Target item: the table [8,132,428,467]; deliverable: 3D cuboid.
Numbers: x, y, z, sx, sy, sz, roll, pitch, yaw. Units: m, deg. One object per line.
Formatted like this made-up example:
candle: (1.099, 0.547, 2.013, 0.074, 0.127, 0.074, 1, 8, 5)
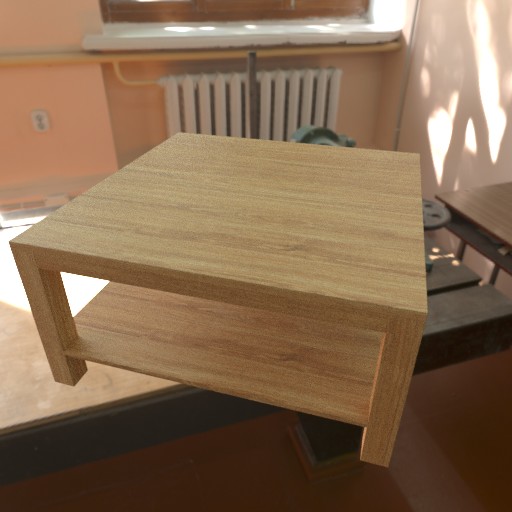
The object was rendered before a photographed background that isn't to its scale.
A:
table: (0.000, 0.000, 1.374, 0.900, 0.450, 0.900, 9, 33, 14)
